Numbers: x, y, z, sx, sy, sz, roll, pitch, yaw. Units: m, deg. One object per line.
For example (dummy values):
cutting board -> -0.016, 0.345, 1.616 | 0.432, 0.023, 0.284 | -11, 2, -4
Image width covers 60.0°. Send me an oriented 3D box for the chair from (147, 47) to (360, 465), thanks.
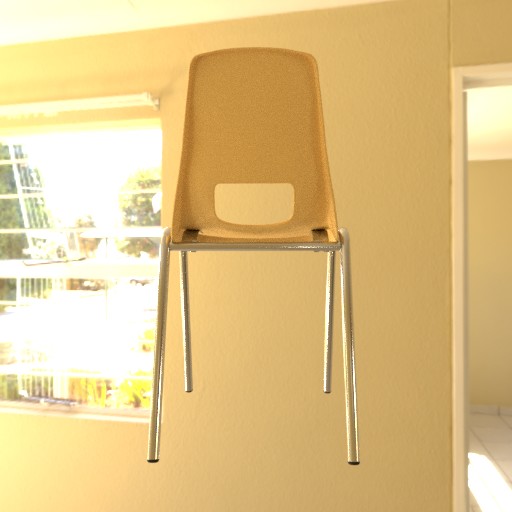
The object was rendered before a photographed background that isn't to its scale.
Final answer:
chair -> 0.000, 0.000, 0.955 | 0.381, 0.704, 0.436 | 0, -1, 1
